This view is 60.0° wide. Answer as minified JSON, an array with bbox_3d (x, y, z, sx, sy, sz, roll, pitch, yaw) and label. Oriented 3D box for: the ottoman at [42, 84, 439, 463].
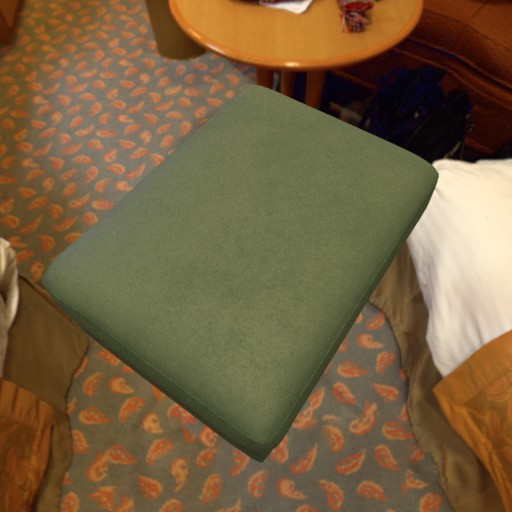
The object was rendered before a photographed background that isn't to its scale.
[{"bbox_3d":[0.000,0.000,1.144,0.608,0.449,0.811,31,63,18],"label":"ottoman"}]
